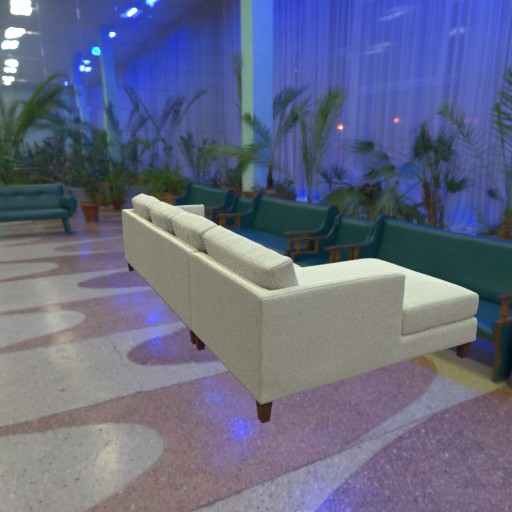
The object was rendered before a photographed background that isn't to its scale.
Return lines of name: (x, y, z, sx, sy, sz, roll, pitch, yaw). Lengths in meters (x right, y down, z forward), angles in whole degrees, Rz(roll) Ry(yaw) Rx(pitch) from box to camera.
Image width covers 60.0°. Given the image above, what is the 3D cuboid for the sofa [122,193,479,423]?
sofa: (0.000, 0.000, 3.837, 1.625, 0.861, 3.186, -7, 16, -27)
